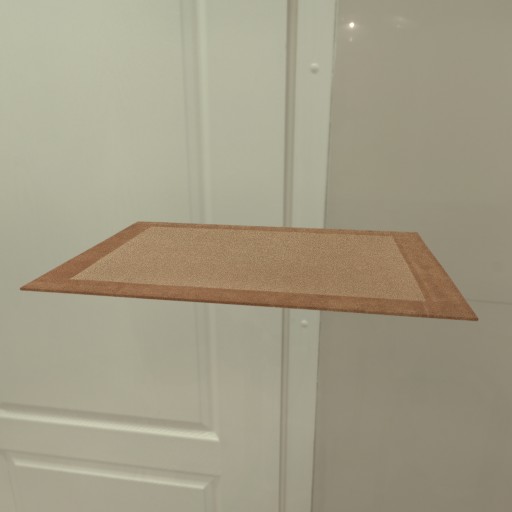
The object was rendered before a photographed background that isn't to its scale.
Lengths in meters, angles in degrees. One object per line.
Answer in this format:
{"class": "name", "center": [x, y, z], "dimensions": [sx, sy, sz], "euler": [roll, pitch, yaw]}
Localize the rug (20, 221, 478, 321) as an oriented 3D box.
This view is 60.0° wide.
{"class": "rug", "center": [0.000, 0.000, 2.308], "dimensions": [1.829, 0.014, 1.219], "euler": [3, 18, 9]}
